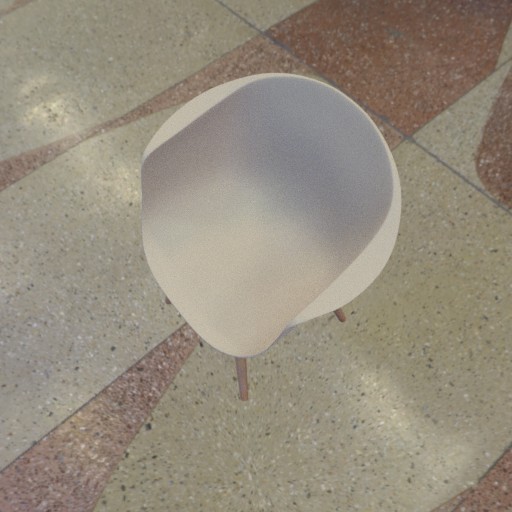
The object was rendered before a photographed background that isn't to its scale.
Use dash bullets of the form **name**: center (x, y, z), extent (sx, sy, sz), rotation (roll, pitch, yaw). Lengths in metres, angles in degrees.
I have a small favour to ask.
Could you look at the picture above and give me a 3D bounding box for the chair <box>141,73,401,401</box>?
- **chair**: center (0.000, 0.000, 1.178), extent (0.504, 0.781, 0.593), rotation (-36, 68, -17)
